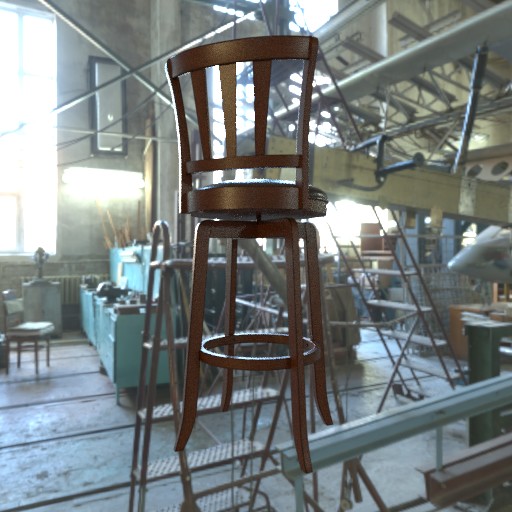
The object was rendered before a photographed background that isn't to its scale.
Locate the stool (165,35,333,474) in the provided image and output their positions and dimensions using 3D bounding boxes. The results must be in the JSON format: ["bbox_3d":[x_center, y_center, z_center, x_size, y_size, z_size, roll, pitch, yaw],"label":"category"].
[{"bbox_3d":[0.000,0.000,1.413,0.464,1.177,0.503,0,1,19],"label":"stool"}]
